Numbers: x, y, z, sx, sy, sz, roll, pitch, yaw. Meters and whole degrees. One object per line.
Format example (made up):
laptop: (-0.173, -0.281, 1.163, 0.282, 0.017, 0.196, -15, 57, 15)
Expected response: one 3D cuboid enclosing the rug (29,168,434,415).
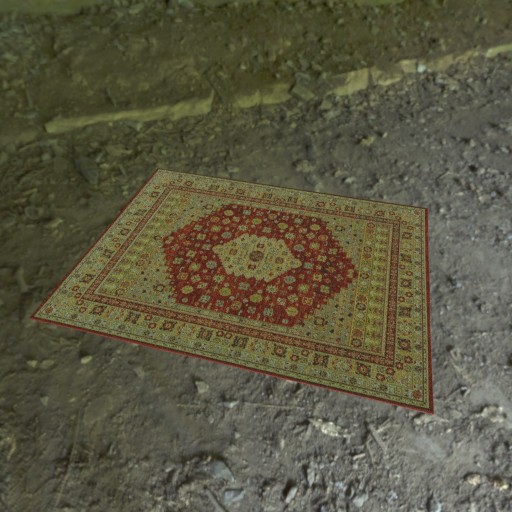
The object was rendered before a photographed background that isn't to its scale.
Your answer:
rug: (0.000, 0.000, 4.039, 3.053, 0.013, 2.387, 10, 42, 12)
